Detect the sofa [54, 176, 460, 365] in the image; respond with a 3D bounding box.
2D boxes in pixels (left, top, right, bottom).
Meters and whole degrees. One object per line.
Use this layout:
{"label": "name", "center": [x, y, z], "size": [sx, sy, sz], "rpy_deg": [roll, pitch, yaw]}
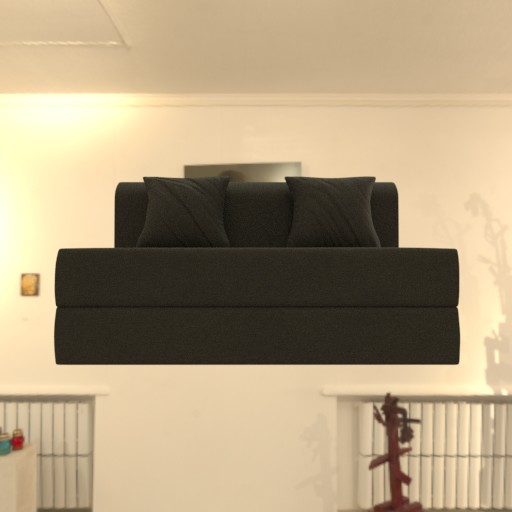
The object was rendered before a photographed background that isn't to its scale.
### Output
{"label": "sofa", "center": [0.000, 0.000, 1.705], "size": [1.225, 0.670, 0.762], "rpy_deg": [0, -1, 0]}
